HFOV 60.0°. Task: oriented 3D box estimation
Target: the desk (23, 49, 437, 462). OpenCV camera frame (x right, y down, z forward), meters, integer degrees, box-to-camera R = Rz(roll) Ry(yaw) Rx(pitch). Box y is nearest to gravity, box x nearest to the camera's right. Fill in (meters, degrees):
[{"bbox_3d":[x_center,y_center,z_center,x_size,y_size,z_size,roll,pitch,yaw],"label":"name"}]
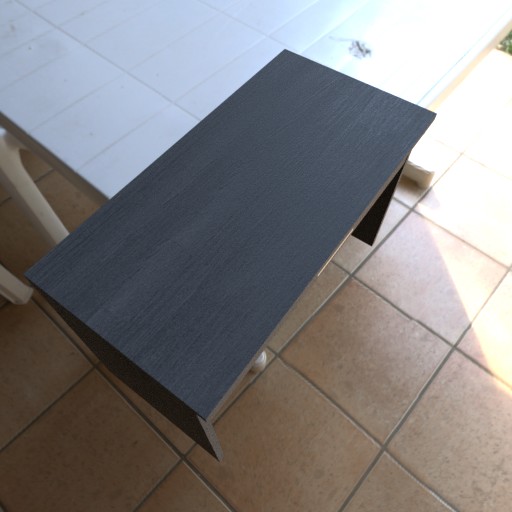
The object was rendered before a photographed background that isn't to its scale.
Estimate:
[{"bbox_3d":[0.000,0.000,1.500,0.557,0.729,1.099,32,63,18],"label":"desk"}]
